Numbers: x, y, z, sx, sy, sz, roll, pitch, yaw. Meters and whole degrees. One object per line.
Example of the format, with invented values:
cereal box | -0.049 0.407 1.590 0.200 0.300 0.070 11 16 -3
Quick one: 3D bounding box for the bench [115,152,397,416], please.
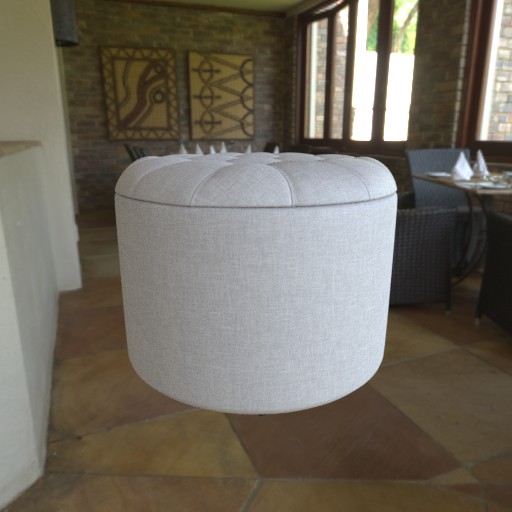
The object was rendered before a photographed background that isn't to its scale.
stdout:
bench | 0.000 0.000 1.020 0.600 0.453 0.600 0 15 0
